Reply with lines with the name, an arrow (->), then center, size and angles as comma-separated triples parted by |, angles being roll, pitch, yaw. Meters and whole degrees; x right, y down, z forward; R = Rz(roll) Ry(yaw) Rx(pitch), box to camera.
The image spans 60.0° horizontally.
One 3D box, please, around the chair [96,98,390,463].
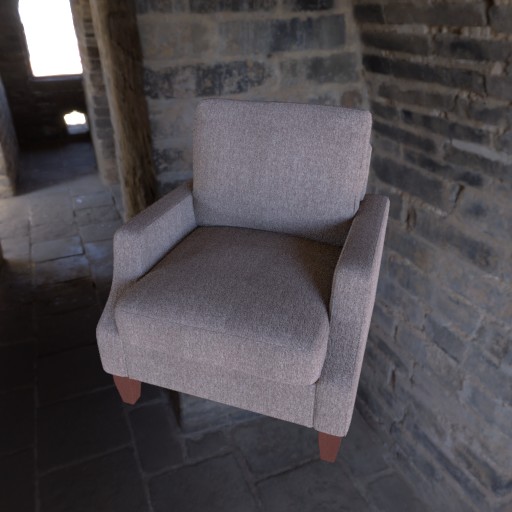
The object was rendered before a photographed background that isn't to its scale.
chair -> 0.000, 0.000, 1.610 | 0.855, 0.993, 0.897 | 9, 30, 17
